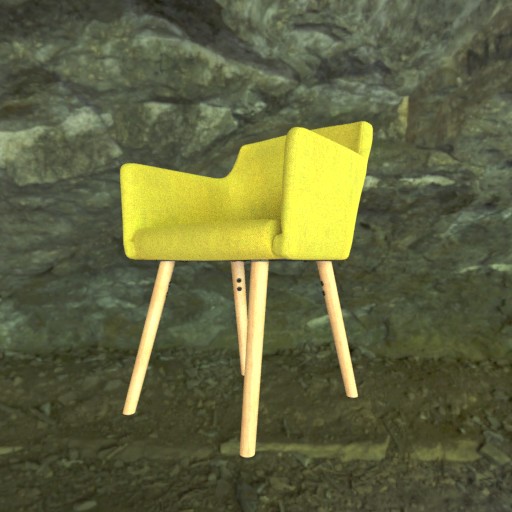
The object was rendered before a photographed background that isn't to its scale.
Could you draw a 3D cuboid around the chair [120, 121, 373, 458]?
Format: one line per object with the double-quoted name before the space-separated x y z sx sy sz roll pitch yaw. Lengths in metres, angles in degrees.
"chair" 0.000 0.000 1.192 0.570 0.780 0.570 0 -1 38
